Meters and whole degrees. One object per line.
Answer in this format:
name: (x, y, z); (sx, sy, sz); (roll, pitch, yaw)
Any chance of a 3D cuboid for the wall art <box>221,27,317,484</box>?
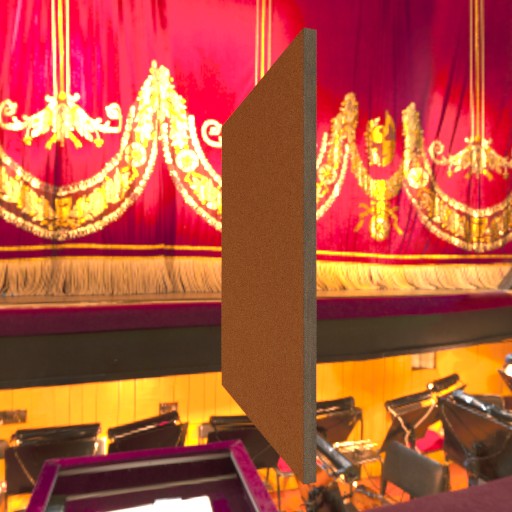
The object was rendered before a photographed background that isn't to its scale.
wall art: (0.000, 0.000, 0.827); (0.020, 0.613, 0.481); (0, 0, -18)
